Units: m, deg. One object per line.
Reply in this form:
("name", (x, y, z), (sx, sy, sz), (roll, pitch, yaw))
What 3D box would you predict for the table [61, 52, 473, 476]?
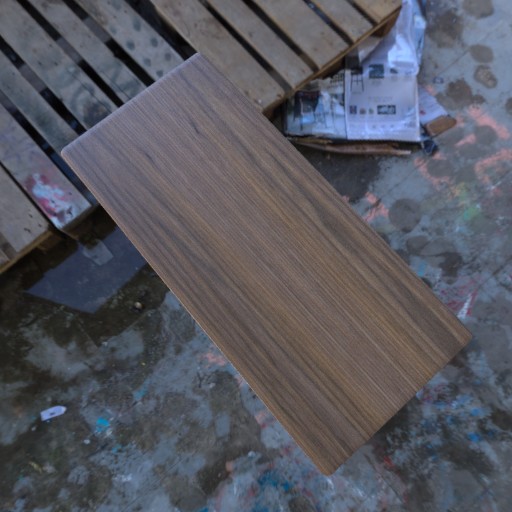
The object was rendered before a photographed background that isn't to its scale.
("table", (0.000, 0.000, 1.688), (0.637, 0.468, 1.375), (-40, 79, -9))
